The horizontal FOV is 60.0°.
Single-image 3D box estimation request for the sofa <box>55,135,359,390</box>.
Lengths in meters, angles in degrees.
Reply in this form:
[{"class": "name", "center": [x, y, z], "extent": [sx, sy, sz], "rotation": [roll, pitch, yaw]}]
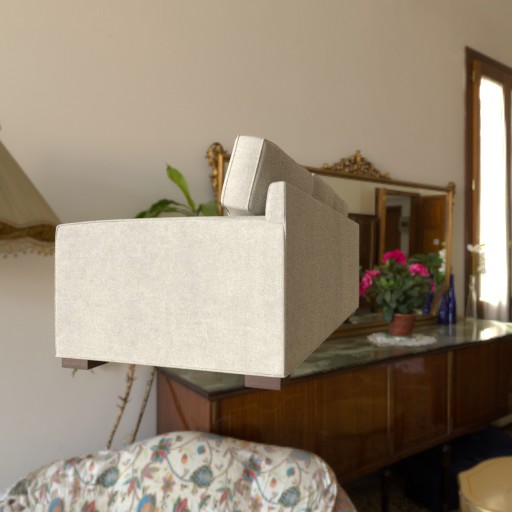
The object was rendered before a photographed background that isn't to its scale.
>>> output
[{"class": "sofa", "center": [0.000, 0.000, 2.540], "extent": [0.936, 0.862, 2.093], "rotation": [0, 0, 19]}]
